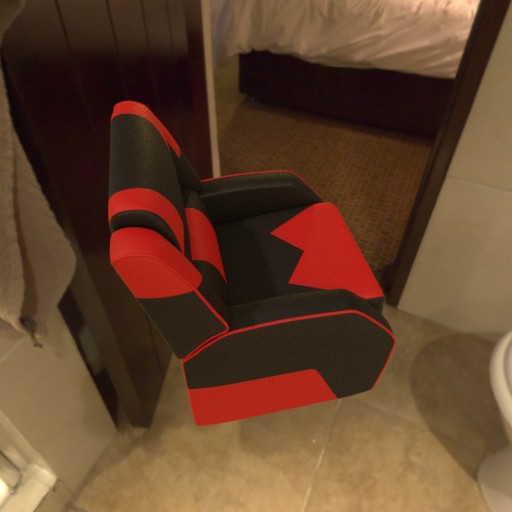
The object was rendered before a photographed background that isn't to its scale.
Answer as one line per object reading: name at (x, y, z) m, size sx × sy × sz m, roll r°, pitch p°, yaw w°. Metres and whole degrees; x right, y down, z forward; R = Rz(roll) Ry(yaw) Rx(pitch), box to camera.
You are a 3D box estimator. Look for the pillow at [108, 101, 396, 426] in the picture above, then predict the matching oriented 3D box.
pillow at (0.000, 0.000, 1.298) m, size 0.672 × 0.805 × 0.620 m, roll -9°, pitch 46°, yaw -9°
